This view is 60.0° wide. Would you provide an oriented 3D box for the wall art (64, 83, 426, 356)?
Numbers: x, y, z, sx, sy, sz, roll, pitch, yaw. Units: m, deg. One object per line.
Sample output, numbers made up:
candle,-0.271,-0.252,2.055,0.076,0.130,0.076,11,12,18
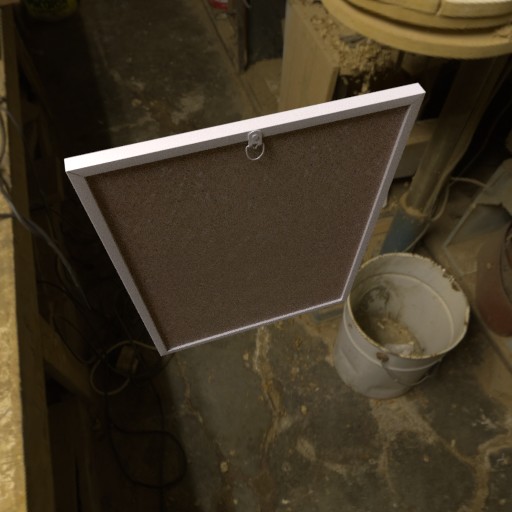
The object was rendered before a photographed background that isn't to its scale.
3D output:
wall art,0.000,0.000,1.400,0.805,1.056,0.042,-15,59,-9
